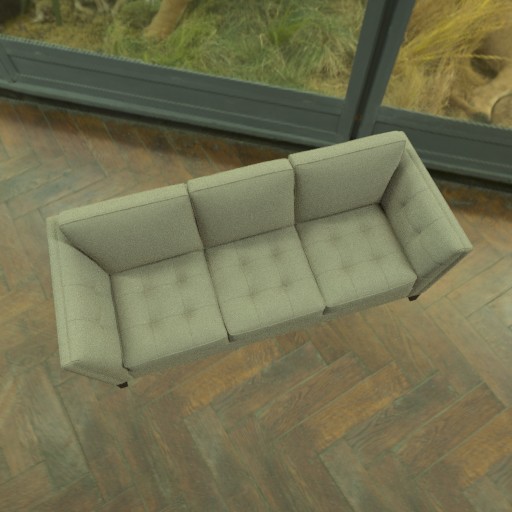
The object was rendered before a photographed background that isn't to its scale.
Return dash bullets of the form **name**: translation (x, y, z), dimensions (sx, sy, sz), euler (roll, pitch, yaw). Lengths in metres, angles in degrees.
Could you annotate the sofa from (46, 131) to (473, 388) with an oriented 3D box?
- **sofa**: translation (0.000, 0.000, 2.905), dimensions (2.388, 0.940, 0.965), euler (-15, 64, -8)
